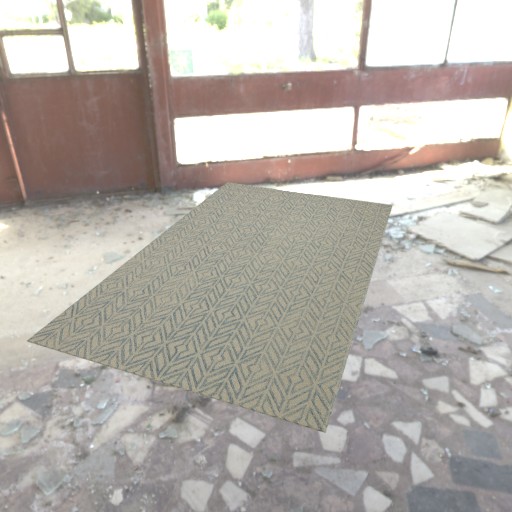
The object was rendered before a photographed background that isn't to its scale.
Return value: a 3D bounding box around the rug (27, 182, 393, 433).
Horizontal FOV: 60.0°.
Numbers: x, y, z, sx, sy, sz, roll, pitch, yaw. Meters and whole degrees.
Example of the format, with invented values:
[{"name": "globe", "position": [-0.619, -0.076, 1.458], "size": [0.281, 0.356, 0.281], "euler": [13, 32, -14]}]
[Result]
[{"name": "rug", "position": [0.000, 0.000, 2.976], "size": [1.526, 0.008, 2.441], "euler": [11, 31, 18]}]
